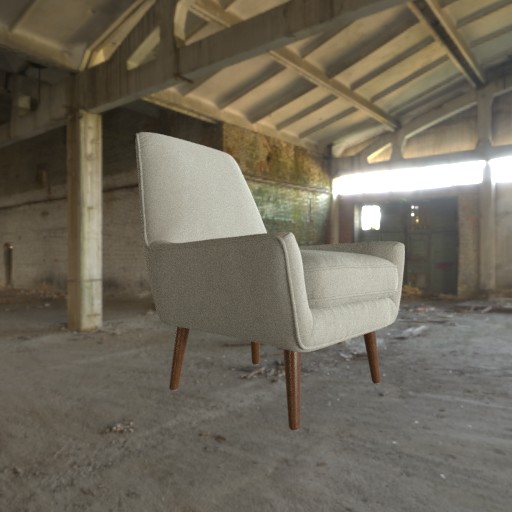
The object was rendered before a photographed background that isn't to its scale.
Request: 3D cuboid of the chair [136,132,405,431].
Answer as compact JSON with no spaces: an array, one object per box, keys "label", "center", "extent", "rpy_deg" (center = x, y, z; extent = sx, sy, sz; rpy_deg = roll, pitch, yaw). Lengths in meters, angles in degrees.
[{"label":"chair","center":[0.000,0.000,1.536],"extent":[0.822,0.888,0.787],"rpy_deg":[0,0,38]}]
